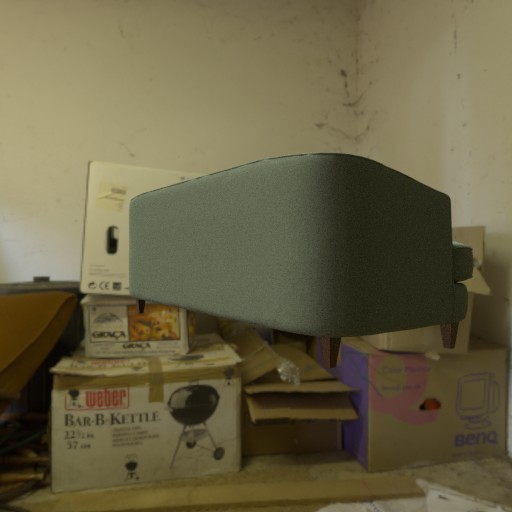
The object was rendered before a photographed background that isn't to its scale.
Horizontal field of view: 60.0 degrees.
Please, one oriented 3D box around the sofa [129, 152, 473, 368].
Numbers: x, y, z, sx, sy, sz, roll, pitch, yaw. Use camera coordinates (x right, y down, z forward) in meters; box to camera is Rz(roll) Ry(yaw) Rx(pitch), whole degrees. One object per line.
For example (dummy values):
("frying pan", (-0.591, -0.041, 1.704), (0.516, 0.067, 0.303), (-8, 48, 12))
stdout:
("sofa", (0.000, 0.000, 2.717), (0.941, 0.855, 2.278), (0, 0, -36))
